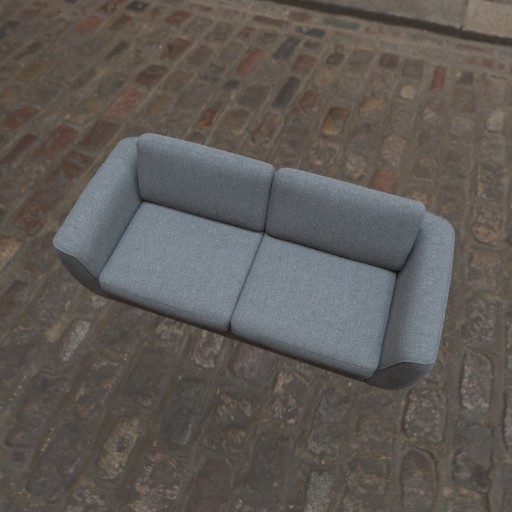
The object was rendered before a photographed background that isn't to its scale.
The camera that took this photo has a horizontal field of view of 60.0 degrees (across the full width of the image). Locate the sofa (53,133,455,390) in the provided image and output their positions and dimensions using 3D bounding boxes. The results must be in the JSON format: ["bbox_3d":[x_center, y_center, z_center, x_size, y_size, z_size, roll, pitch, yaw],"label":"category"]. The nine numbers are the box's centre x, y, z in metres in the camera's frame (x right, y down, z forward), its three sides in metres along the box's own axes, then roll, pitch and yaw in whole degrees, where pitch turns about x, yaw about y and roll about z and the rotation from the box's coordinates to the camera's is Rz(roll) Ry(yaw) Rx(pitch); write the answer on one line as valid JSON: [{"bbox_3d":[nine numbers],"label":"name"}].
[{"bbox_3d":[0.000,0.000,2.480,2.000,0.870,0.920,16,61,9],"label":"sofa"}]
